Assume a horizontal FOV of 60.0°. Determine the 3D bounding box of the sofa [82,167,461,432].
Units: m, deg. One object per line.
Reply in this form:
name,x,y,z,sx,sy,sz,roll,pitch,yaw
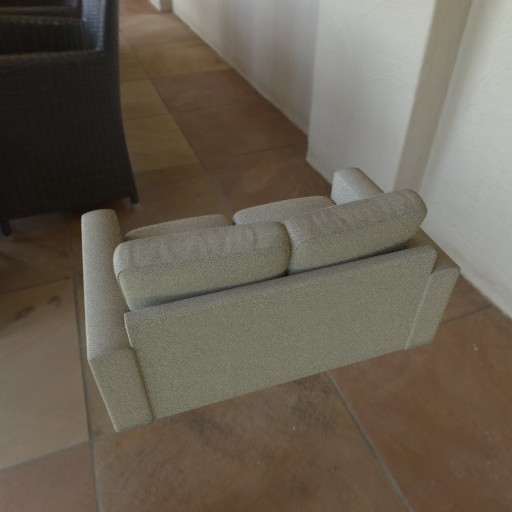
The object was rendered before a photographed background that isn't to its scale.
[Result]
sofa,0.000,0.000,2.231,1.616,0.873,1.016,-12,42,-14
